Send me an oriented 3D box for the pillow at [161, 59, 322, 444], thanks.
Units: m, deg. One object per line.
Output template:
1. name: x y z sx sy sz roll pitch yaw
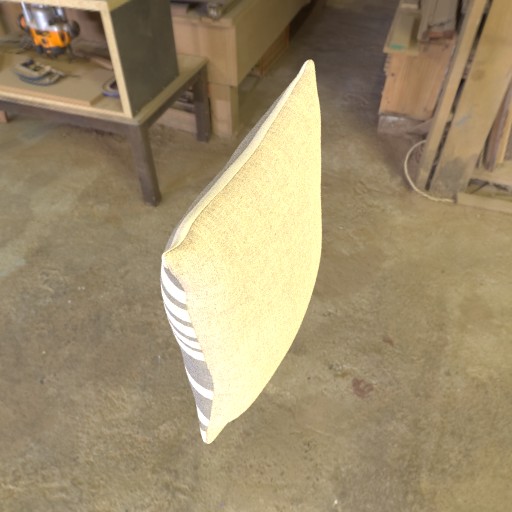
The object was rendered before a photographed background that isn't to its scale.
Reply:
1. pillow: 0.000 0.000 0.680 0.182 0.440 0.439 17 49 15
